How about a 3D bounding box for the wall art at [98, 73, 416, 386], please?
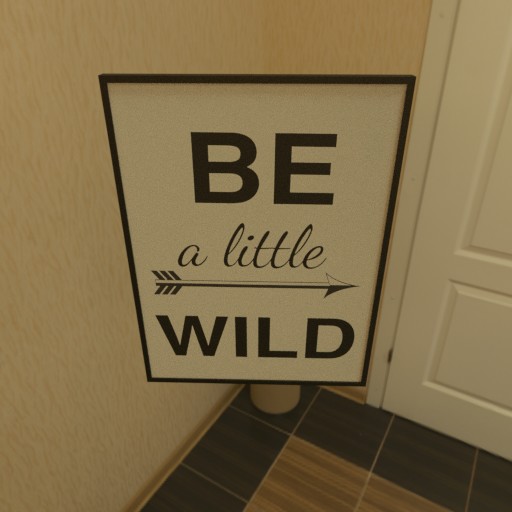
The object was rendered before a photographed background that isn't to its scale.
[{"bbox_3d":[0.000,0.000,1.395,0.806,1.062,0.038,1,29,1],"label":"wall art"}]
